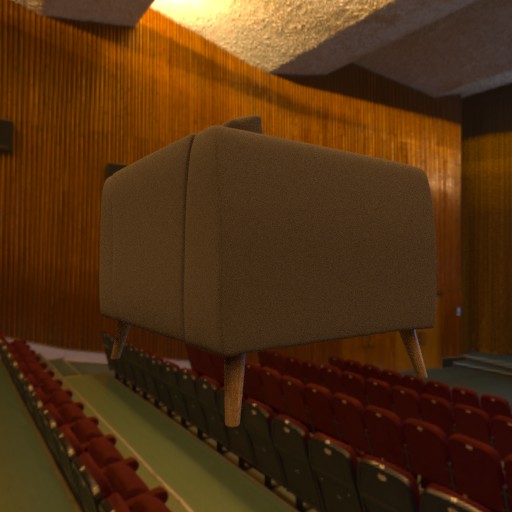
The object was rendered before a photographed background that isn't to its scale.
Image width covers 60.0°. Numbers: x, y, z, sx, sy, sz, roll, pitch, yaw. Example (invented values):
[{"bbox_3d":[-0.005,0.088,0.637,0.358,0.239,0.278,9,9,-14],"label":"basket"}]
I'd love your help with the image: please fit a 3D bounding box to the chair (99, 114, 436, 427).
[{"bbox_3d":[0.000,0.000,1.725,0.930,0.860,1.000,0,-1,-35],"label":"chair"}]
